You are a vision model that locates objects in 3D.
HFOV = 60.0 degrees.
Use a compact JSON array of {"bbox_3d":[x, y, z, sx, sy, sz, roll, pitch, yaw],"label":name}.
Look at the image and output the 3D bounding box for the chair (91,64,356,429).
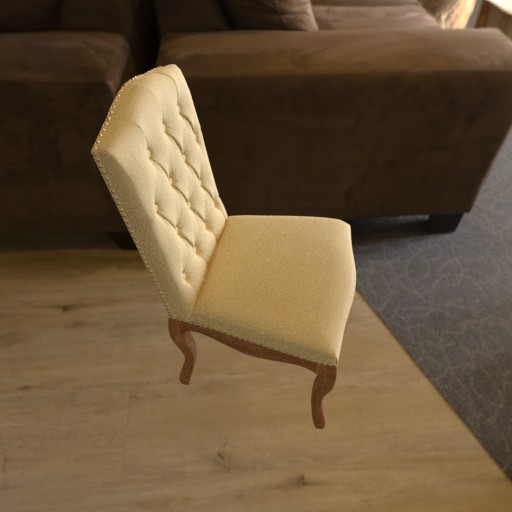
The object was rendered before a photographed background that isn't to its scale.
[{"bbox_3d":[0.000,0.000,1.523,0.715,1.165,0.623,9,48,8],"label":"chair"}]
